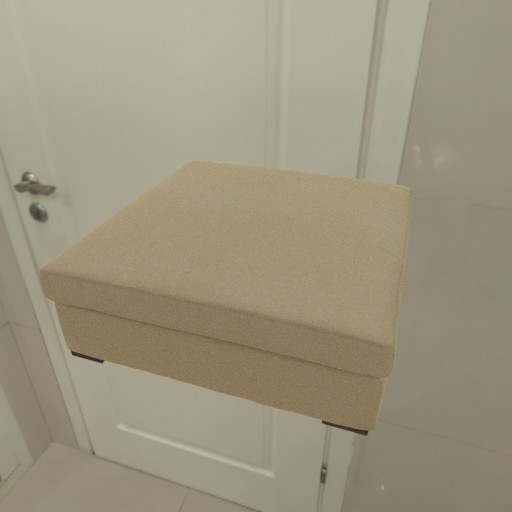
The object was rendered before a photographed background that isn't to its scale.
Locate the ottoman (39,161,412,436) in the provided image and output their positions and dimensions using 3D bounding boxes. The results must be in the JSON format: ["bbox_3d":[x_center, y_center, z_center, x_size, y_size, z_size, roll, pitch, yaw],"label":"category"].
[{"bbox_3d":[0.000,0.000,1.897,1.205,0.522,1.190,10,33,16],"label":"ottoman"}]
